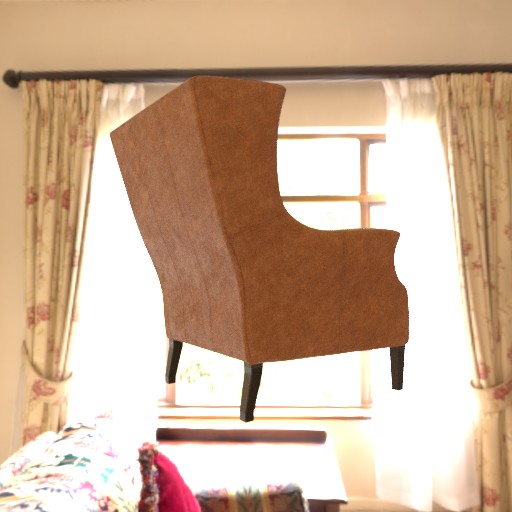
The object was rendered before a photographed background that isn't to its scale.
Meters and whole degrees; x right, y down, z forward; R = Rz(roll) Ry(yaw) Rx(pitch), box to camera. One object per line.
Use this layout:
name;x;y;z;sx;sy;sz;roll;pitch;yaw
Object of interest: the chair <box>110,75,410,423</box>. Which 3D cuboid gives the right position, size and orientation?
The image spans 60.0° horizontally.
chair;0.000;0.000;1.716;0.926;1.016;0.853;0;-1;-37
